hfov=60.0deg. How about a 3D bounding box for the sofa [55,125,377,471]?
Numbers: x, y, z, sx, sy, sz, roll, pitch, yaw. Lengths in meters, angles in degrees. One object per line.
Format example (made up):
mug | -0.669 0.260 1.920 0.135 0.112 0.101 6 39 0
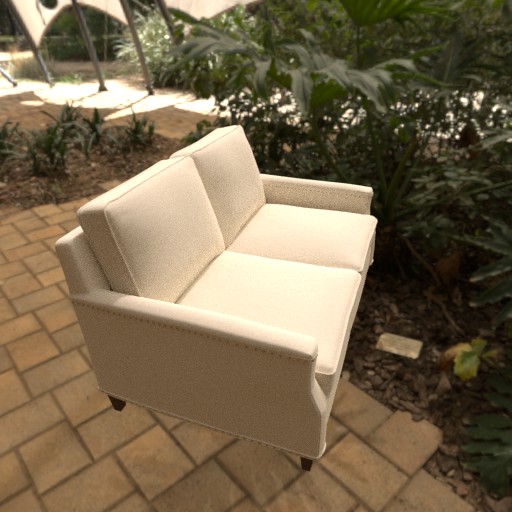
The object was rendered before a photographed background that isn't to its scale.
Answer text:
sofa | 0.000 0.000 2.265 1.084 1.003 1.597 10 31 17
